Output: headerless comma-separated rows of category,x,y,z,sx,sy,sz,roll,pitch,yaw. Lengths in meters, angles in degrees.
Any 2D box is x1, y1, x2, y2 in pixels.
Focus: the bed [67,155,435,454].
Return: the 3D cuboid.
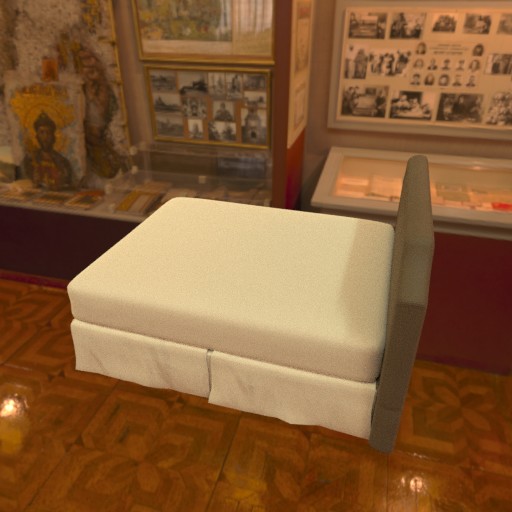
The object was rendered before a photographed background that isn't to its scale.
bed,0.000,0.000,3.220,2.181,1.297,1.831,9,31,15
